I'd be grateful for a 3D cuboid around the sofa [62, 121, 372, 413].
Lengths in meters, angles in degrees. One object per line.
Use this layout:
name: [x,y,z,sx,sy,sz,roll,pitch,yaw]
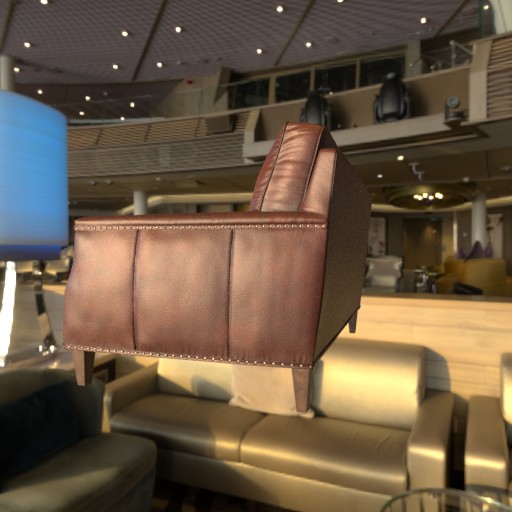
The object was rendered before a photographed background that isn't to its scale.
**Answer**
sofa: [0.000,0.000,2.288,1.083,1.003,1.628,0,1,19]
